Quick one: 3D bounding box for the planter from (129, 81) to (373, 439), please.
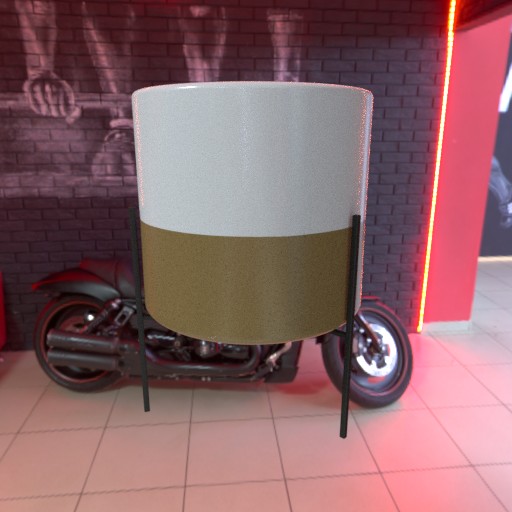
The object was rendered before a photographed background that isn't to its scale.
[{"bbox_3d":[0.000,0.000,0.627,0.310,0.432,0.310,8,17,26],"label":"planter"}]
